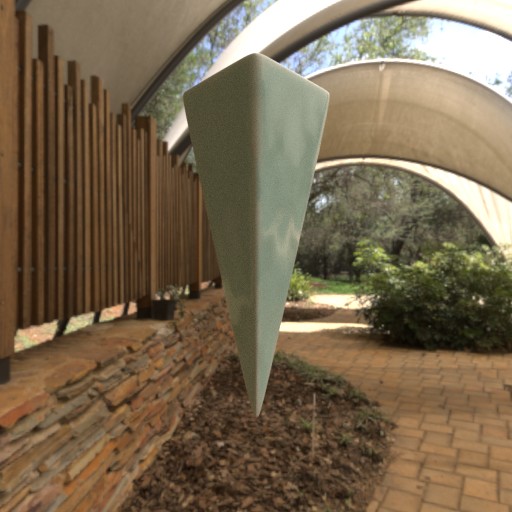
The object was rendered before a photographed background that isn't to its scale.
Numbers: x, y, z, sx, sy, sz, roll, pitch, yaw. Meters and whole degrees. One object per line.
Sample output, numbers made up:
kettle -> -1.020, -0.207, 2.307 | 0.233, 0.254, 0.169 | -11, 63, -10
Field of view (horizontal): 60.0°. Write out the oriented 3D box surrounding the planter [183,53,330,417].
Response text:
planter -> 0.000, 0.000, 0.214 | 0.080, 0.178, 0.064 | 0, 0, 0
